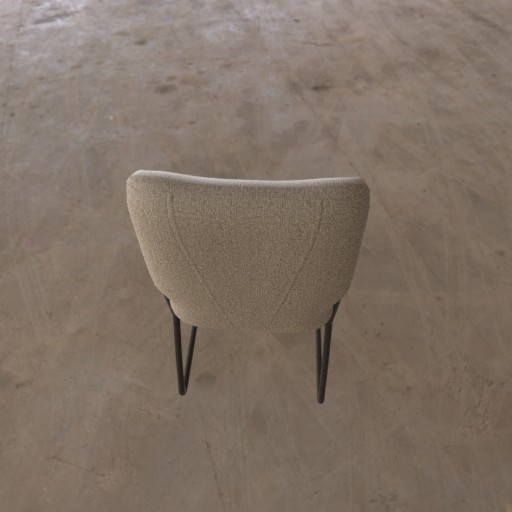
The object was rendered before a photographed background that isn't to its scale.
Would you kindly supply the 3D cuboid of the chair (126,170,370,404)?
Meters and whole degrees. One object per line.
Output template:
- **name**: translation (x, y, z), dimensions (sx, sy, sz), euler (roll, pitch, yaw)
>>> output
- **chair**: translation (0.000, 0.000, 1.171), dimensions (0.448, 0.864, 0.560), euler (3, 48, 2)
